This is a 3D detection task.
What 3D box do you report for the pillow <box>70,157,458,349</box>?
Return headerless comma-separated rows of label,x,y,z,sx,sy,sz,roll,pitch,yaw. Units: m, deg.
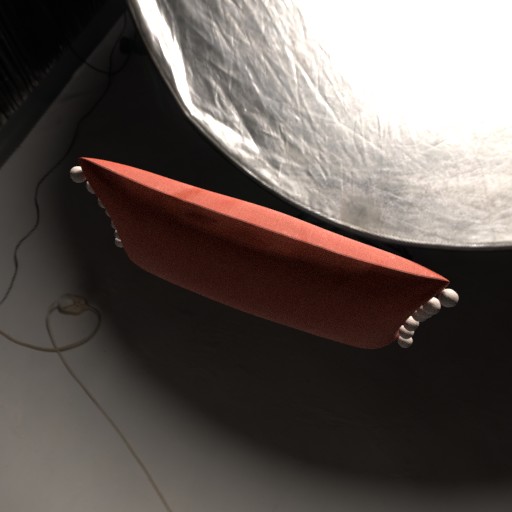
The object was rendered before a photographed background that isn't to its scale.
pillow,0.000,0.000,0.867,0.709,0.322,0.201,19,65,9
